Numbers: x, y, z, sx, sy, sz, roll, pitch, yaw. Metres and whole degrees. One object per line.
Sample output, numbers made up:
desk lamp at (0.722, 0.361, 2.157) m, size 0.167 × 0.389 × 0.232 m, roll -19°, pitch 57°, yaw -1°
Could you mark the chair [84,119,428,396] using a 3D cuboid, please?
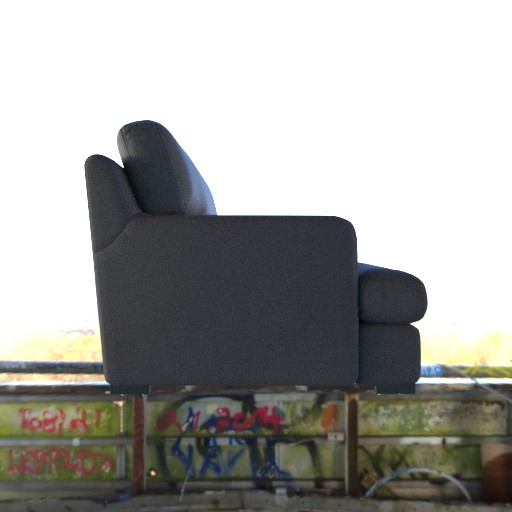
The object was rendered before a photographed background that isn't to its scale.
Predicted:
chair at (0.000, 0.000, 1.983) m, size 1.143 × 0.940 × 1.168 m, roll 0°, pitch -1°, yaw 0°
